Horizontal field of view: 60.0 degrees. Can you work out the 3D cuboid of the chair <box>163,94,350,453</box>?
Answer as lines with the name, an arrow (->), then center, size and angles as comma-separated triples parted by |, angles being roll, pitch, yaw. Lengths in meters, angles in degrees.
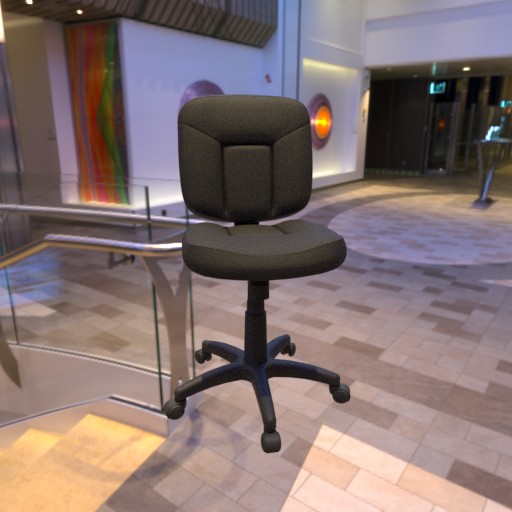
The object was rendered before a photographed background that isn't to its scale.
chair -> 0.000, 0.000, 1.366 | 0.610, 0.972, 0.610 | -3, 17, -9
